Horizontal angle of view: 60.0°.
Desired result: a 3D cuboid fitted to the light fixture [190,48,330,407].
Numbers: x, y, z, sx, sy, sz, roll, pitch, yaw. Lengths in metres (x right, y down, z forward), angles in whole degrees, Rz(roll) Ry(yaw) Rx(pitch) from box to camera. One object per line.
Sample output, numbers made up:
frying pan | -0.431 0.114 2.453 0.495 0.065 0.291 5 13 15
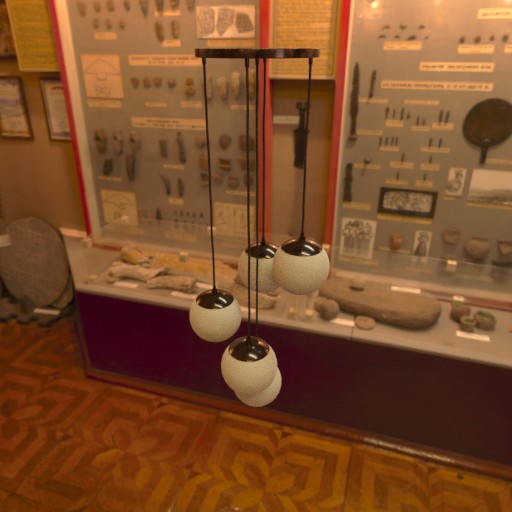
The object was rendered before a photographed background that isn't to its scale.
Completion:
light fixture | 0.000 0.000 1.496 0.489 1.271 0.484 9 27 17
